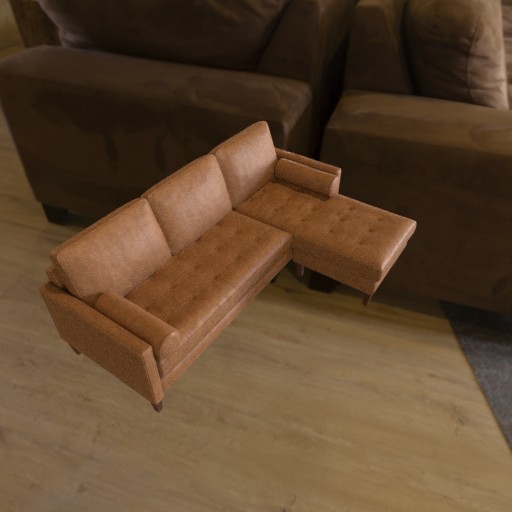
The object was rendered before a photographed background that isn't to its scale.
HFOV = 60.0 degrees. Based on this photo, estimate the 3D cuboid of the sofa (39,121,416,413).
[{"bbox_3d":[0.000,0.000,2.951,1.506,0.876,2.178,24,47,25],"label":"sofa"}]
